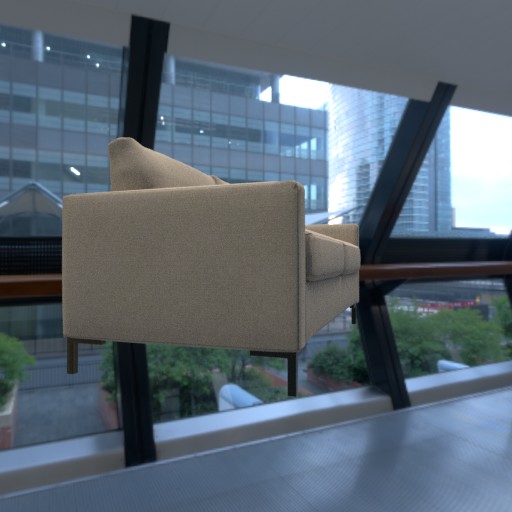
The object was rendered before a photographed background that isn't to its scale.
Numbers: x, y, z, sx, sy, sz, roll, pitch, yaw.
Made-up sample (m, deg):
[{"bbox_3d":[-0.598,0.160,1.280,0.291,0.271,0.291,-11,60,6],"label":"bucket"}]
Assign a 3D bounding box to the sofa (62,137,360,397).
[{"bbox_3d":[0.000,0.000,2.174,0.875,0.840,1.682,0,-1,19],"label":"sofa"}]
